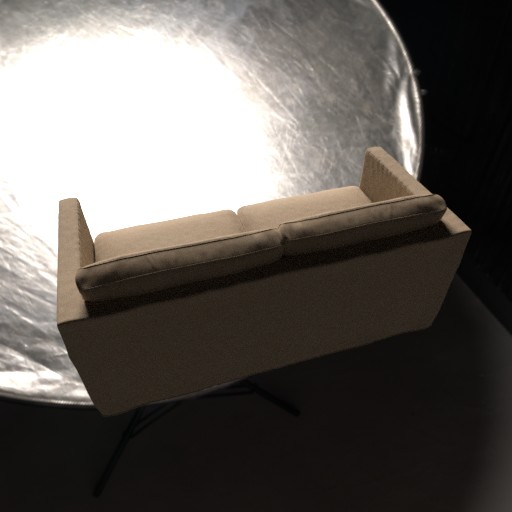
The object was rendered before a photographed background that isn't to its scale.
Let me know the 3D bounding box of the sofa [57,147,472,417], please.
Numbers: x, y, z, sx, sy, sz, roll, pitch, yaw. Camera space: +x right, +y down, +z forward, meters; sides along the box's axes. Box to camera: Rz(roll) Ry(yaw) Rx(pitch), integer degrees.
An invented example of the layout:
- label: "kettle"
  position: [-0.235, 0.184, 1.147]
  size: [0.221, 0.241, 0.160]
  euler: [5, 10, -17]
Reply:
- label: "sofa"
  position: [0.000, 0.000, 2.481]
  size: [1.987, 0.847, 0.956]
  euler: [-12, 43, -13]
